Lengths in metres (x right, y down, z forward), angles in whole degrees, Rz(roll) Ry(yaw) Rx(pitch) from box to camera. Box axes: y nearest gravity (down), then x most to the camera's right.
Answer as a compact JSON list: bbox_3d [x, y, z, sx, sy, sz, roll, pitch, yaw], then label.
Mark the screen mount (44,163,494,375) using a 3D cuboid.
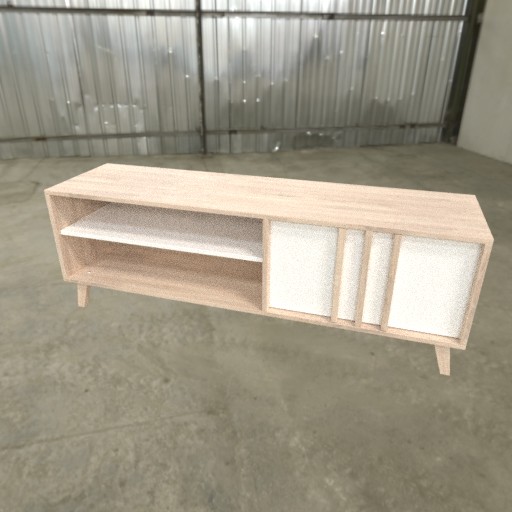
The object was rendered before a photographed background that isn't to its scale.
[{"bbox_3d":[0.000,0.000,1.708,1.500,0.510,0.400,8,27,15],"label":"screen mount"}]
